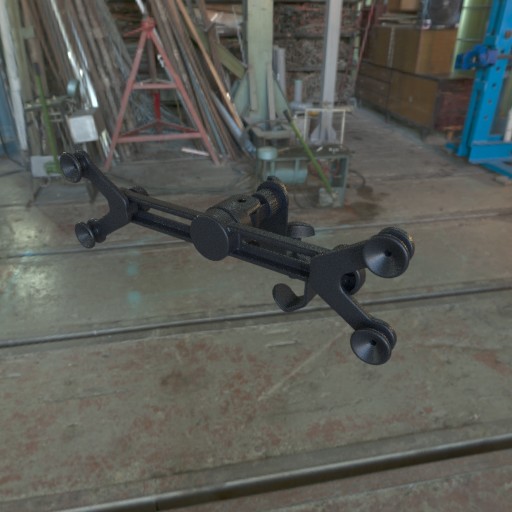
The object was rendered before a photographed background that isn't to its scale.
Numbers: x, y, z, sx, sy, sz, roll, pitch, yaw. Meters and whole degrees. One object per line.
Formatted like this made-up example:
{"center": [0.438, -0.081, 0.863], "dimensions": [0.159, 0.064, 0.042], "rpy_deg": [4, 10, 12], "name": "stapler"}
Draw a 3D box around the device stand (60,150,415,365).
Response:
{"center": [0.000, 0.000, 0.363], "dimensions": [0.270, 0.166, 0.142], "rpy_deg": [18, 34, 29], "name": "device stand"}
